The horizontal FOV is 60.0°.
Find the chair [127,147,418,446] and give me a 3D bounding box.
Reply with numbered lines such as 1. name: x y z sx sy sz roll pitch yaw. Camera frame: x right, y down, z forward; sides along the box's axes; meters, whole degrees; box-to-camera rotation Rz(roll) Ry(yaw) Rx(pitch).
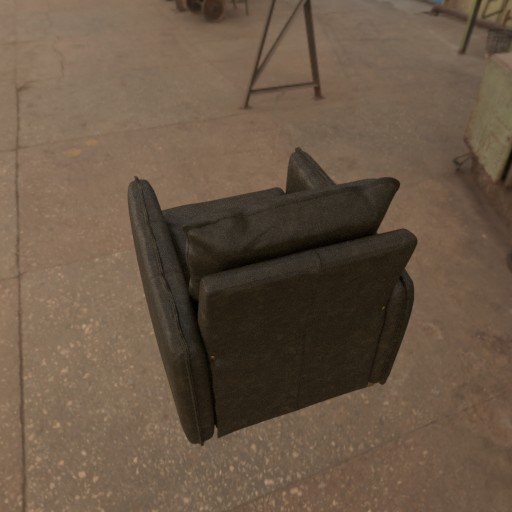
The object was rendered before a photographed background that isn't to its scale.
1. chair: 0.000 0.000 1.623 0.830 0.921 0.921 -13 43 -15
